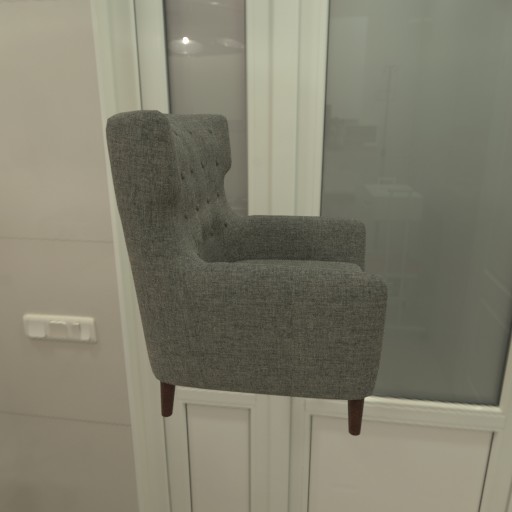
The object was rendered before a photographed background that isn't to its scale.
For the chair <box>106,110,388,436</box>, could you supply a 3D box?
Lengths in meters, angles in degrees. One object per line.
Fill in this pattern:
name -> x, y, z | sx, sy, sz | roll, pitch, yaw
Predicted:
chair -> 0.000, 0.000, 1.723 | 0.904, 1.063, 0.878 | 2, 17, 8
